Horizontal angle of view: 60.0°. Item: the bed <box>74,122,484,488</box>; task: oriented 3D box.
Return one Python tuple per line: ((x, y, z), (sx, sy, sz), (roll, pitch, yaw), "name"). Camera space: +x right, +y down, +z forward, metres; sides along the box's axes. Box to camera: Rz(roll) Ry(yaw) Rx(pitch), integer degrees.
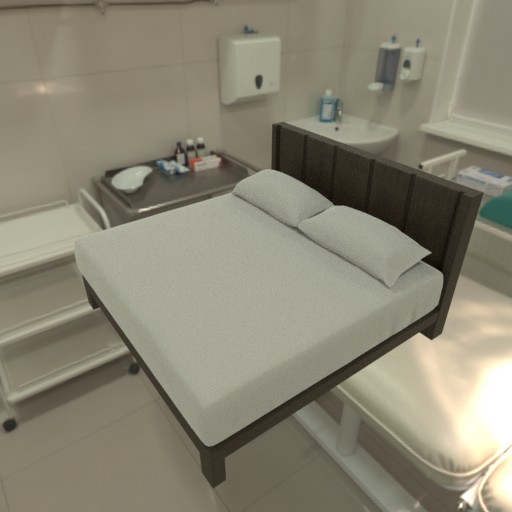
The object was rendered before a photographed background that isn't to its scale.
((0.000, 0.000, 3.484), (2.238, 1.261, 2.143), (-21, 38, -30), "bed")
